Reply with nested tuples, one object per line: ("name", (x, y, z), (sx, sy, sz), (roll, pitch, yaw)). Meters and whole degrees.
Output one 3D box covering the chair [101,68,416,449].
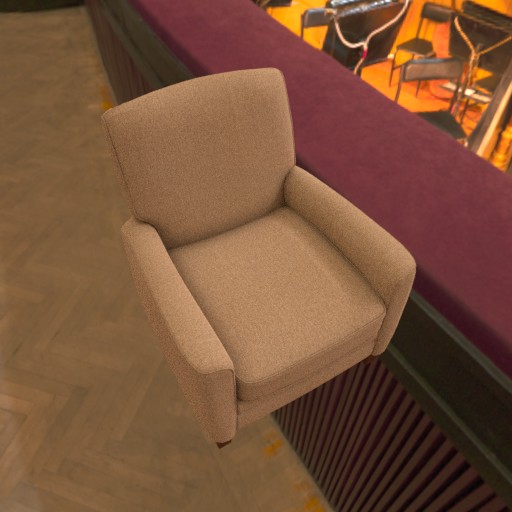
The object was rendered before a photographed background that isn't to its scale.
("chair", (0.000, 0.000, 1.625), (0.848, 1.014, 0.864), (-23, 51, -20))
